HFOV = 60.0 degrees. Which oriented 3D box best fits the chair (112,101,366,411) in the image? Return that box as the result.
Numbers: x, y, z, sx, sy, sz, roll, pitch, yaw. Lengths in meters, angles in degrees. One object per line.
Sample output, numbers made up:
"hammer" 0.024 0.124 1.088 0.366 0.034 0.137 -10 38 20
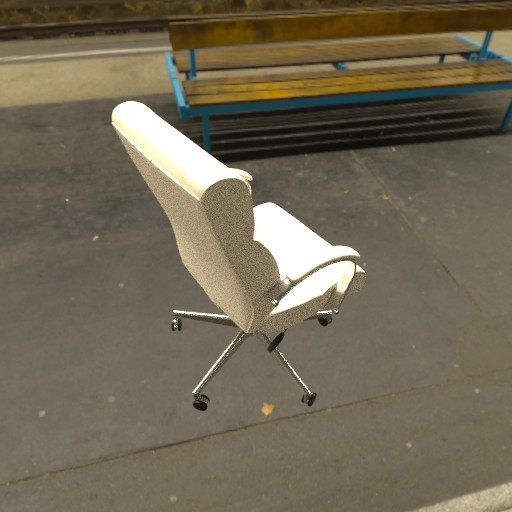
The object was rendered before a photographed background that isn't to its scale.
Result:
"chair" 0.000 0.000 1.626 0.745 1.099 0.727 -25 47 -26
